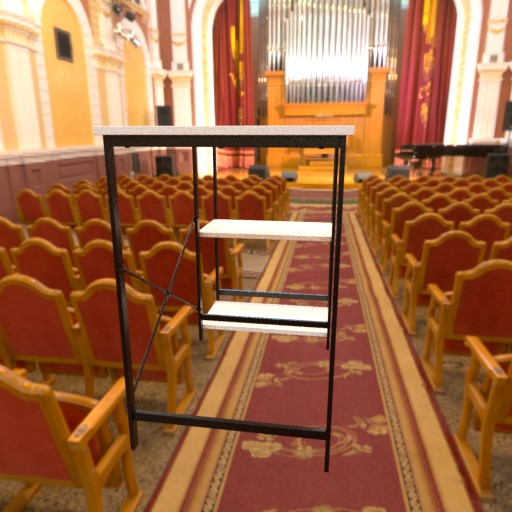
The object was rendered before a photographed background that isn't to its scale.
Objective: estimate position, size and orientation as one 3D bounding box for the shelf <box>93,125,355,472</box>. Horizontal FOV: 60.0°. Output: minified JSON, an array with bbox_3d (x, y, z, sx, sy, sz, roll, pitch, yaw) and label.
[{"bbox_3d":[0.000,0.000,1.350,0.498,0.750,0.902,2,16,9],"label":"shelf"}]
